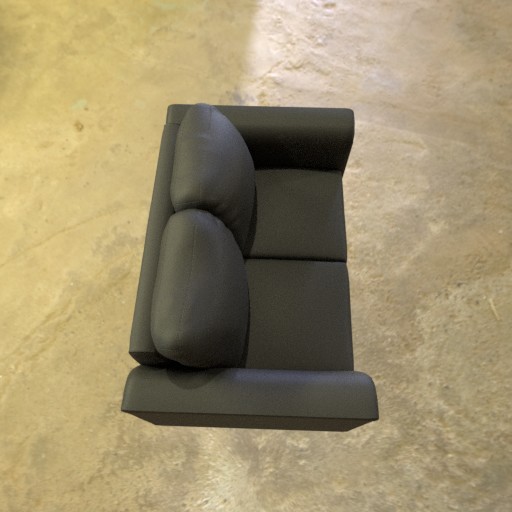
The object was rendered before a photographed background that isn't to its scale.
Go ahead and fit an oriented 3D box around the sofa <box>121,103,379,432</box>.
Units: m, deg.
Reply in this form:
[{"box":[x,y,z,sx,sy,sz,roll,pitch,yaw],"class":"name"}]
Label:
[{"box":[0.000,0.000,1.968,0.887,0.845,1.386,2,64,1],"class":"sofa"}]
